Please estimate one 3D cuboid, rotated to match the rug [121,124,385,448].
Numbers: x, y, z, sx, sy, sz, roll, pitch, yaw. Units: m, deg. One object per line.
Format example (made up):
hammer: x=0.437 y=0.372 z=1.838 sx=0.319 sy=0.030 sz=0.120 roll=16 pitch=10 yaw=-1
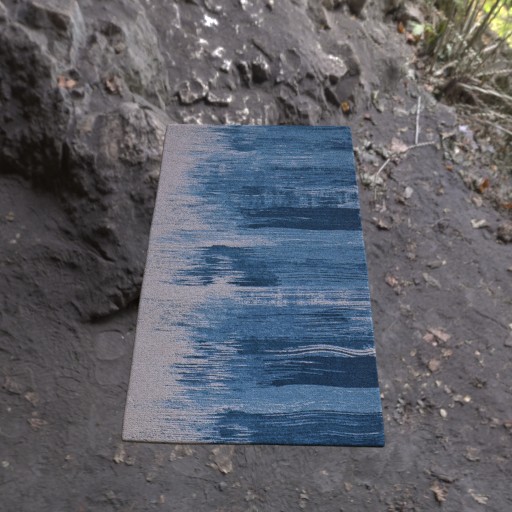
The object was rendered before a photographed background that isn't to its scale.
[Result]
rug: x=0.000 y=0.000 z=3.101 sx=1.540 sy=0.027 sz=2.450 roll=1 pitch=62 yaw=0
